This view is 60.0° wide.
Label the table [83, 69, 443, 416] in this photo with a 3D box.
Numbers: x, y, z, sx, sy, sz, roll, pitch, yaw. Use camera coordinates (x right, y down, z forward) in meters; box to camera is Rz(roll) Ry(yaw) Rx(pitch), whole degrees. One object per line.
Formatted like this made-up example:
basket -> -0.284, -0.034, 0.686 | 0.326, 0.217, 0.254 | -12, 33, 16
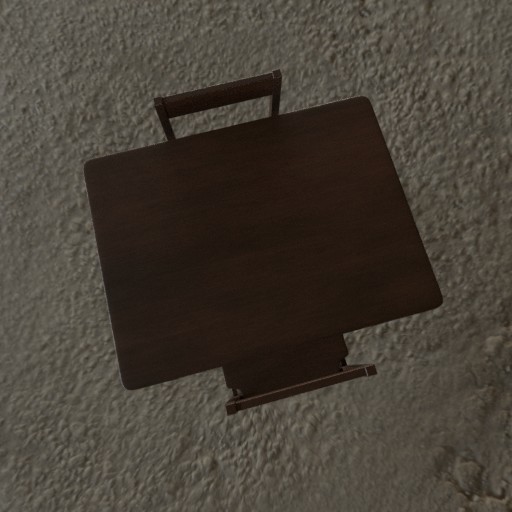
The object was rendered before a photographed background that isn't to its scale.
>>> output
table -> 0.000, 0.000, 1.125 | 0.650, 0.503, 0.672 | -14, 76, -4
